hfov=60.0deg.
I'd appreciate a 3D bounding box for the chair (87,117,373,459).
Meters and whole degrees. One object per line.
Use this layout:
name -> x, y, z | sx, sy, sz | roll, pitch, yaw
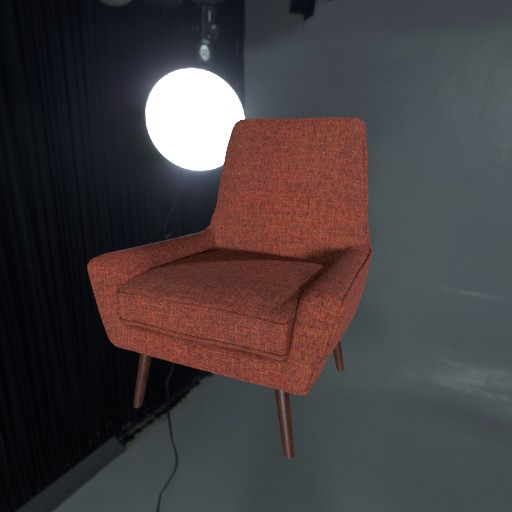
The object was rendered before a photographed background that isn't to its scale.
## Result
chair -> 0.000, 0.000, 1.497 | 0.803, 0.911, 0.784 | 7, 17, 25
